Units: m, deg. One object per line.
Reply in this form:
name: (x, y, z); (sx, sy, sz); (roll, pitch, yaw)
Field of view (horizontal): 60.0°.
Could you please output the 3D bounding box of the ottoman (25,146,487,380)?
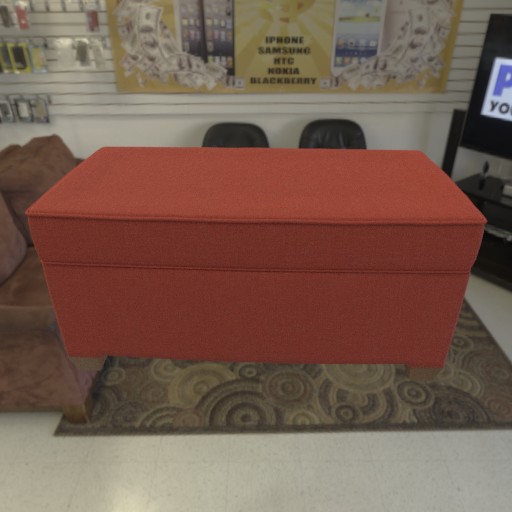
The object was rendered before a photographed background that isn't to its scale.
ottoman: (0.000, 0.000, 1.187); (0.948, 0.454, 0.497); (1, 30, 2)
